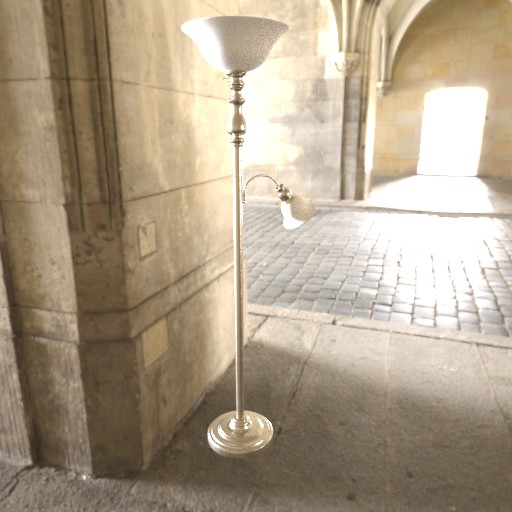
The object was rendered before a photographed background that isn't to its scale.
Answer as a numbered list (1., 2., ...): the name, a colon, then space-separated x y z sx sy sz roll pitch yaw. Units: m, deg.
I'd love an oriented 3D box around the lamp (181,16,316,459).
1. lamp: 0.000 0.000 1.939 0.575 1.785 0.405 -8 18 -27
